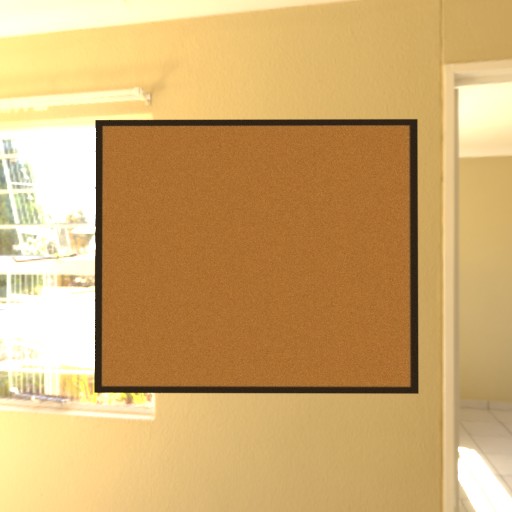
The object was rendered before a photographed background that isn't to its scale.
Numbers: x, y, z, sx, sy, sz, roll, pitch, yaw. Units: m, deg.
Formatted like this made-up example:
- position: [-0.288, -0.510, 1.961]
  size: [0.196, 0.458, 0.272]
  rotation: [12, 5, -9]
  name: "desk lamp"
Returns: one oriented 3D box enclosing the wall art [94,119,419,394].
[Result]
- position: [0.000, 0.000, 1.427]
  size: [1.033, 0.875, 0.023]
  rotation: [0, -1, 0]
  name: "wall art"
